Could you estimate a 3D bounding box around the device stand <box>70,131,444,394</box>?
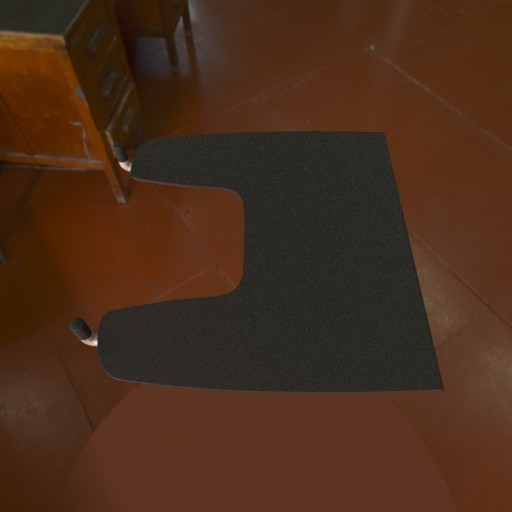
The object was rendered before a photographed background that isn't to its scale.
[{"bbox_3d":[0.000,0.000,0.352,0.230,0.092,0.230,0,57,0],"label":"device stand"}]
